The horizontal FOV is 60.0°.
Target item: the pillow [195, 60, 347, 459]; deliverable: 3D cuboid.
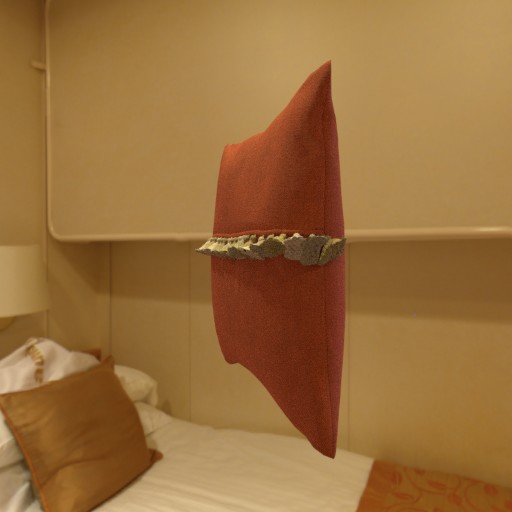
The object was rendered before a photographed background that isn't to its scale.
[{"bbox_3d":[0.000,0.000,0.745,0.165,0.482,0.490,0,1,-19],"label":"pillow"}]
